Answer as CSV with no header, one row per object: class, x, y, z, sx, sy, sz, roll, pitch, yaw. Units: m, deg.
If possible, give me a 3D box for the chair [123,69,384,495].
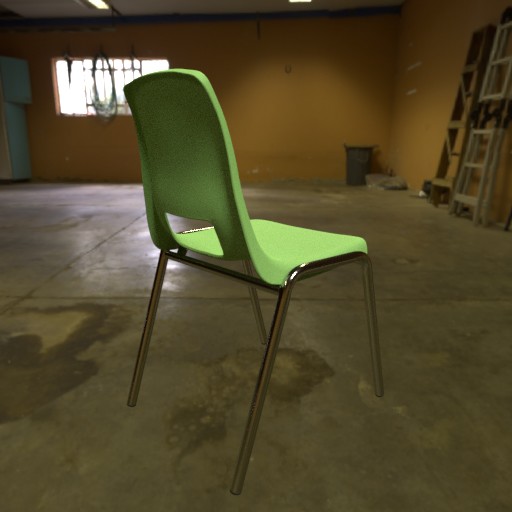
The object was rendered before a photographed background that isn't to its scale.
chair,0.000,0.000,0.890,0.436,0.653,0.381,-14,20,-42
